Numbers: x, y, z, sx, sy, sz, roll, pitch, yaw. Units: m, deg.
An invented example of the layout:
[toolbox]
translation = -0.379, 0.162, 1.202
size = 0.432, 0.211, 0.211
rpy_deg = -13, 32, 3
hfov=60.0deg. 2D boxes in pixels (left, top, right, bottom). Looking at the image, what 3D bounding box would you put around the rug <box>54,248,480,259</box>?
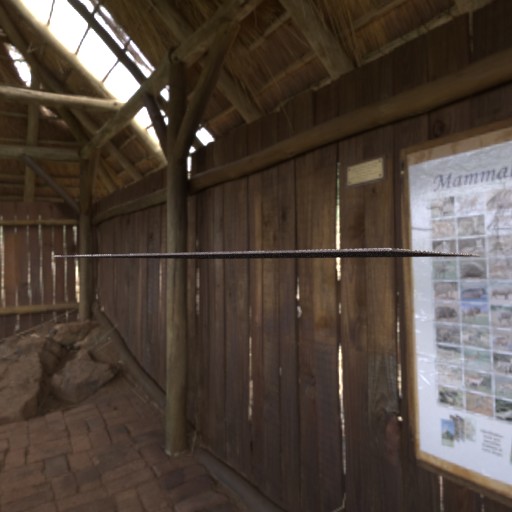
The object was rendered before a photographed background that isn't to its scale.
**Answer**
[rug]
translation = 0.000, 0.000, 2.971
size = 2.435, 0.011, 1.517
rpy_deg = -1, -1, 38
